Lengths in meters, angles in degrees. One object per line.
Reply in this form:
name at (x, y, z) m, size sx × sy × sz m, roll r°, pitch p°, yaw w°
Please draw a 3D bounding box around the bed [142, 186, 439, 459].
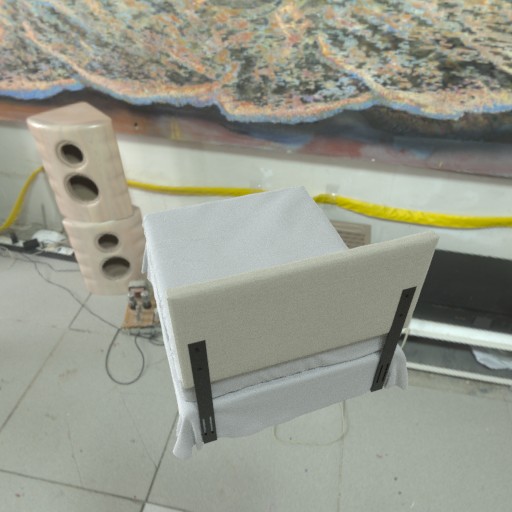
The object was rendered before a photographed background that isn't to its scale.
bed at (0.000, 0.000, 3.665) m, size 1.936 × 1.577 × 2.222 m, roll -12°, pitch 43°, yaw -13°
